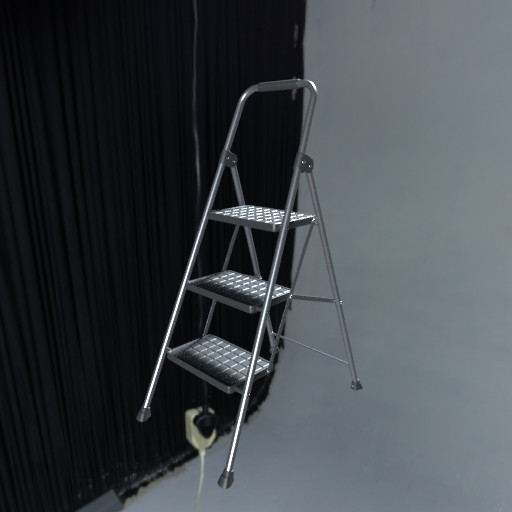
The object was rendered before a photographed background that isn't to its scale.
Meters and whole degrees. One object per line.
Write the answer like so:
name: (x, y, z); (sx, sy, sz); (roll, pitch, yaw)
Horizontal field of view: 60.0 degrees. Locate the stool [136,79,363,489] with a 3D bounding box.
stool: (0.000, 0.000, 1.496); (0.473, 1.121, 0.733); (15, 21, 42)
